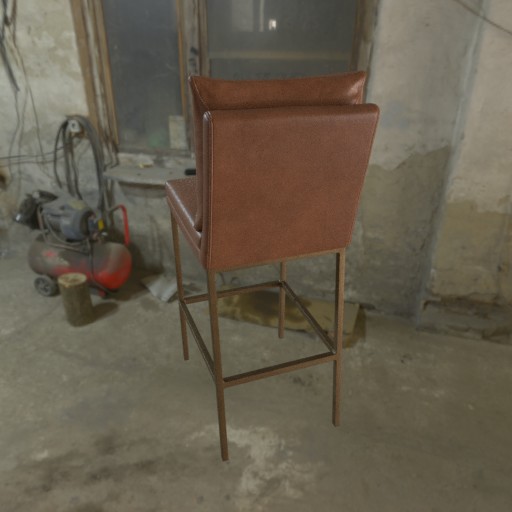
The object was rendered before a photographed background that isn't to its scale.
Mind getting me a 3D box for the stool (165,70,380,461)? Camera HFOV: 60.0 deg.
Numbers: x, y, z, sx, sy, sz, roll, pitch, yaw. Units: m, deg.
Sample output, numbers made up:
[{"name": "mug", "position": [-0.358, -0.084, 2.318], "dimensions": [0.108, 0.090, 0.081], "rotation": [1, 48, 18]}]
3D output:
[{"name": "stool", "position": [0.000, 0.000, 1.432], "dimensions": [0.463, 1.124, 0.571], "rotation": [-9, 28, -18]}]
